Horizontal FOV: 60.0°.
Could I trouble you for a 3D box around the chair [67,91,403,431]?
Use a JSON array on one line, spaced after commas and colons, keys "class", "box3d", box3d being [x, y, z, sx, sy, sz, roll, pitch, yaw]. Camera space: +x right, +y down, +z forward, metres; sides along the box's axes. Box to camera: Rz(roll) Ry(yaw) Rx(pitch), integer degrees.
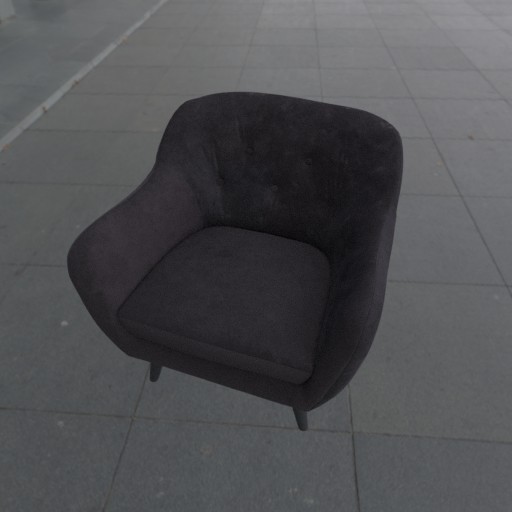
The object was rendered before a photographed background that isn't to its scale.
[{"class": "chair", "box3d": [0.000, 0.000, 1.476, 0.840, 0.807, 0.819, 13, 42, 15]}]
